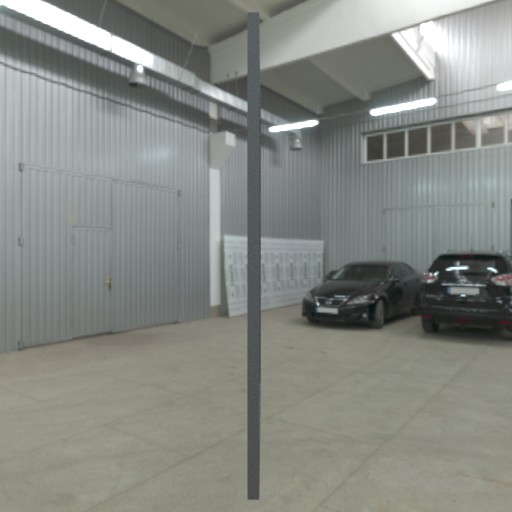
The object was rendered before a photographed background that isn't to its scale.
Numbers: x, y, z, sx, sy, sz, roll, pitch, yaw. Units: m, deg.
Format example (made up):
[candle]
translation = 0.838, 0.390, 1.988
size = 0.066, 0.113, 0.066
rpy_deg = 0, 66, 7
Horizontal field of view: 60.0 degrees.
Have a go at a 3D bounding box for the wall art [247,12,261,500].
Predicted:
[wall art]
translation = 0.000, 0.000, 0.674
size = 0.013, 0.534, 0.380
rpy_deg = 0, 0, 1
